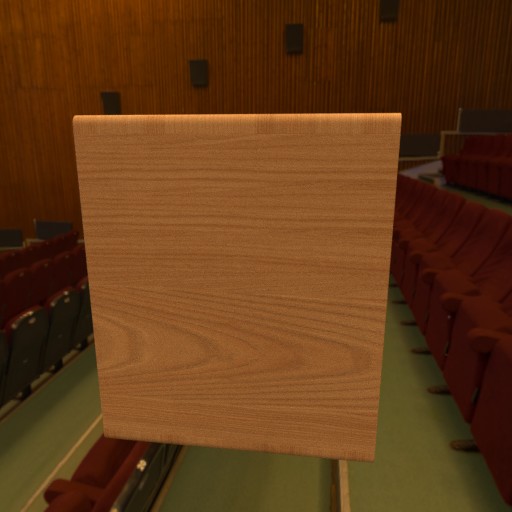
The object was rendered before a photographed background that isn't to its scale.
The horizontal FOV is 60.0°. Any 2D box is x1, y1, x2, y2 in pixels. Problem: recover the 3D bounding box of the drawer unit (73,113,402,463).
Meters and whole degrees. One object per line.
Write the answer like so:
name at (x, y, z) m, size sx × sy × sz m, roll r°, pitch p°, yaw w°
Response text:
drawer unit at (0.000, 0.000, 0.592) m, size 0.290 × 0.344 × 0.344 m, roll 2°, pitch 15°, yaw 8°
